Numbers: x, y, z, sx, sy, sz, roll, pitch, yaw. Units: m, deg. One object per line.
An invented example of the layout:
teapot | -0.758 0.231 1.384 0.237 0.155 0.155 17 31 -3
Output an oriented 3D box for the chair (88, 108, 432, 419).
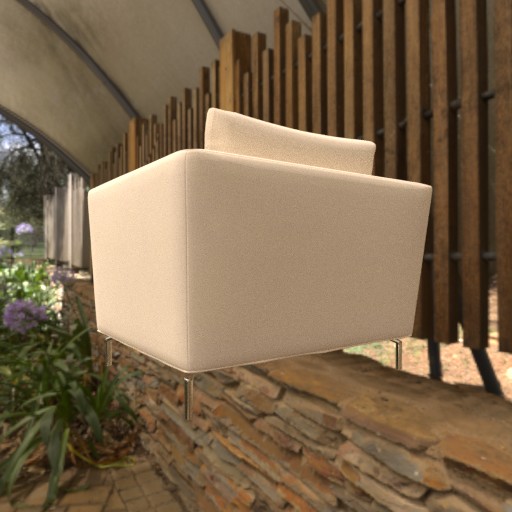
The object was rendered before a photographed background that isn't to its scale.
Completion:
chair | 0.000 0.000 1.699 1.041 0.865 0.889 0 0 -35
